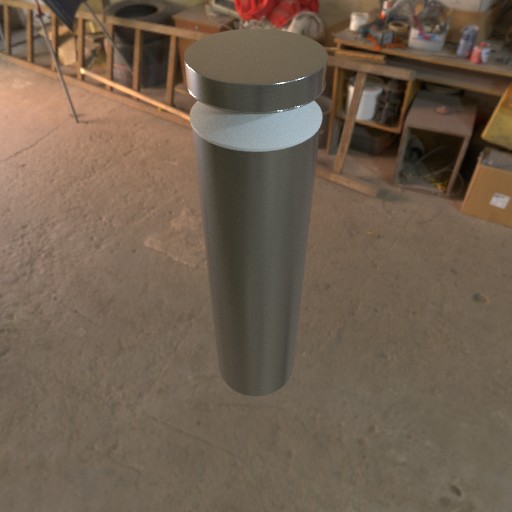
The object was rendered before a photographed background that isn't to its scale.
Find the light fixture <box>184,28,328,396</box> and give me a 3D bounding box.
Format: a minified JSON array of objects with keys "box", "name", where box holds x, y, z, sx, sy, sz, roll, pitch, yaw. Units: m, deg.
[{"box":[0.000,0.000,0.451,0.102,0.400,0.102,-3,45,-3],"name":"light fixture"}]
